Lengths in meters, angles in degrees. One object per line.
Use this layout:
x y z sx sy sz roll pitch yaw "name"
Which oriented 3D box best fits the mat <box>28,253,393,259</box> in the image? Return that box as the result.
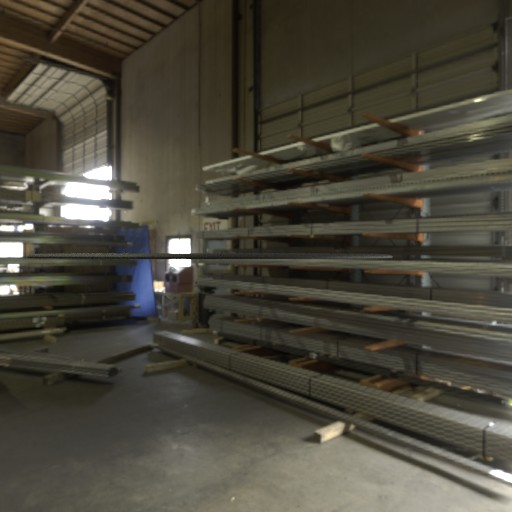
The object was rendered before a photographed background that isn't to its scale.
0.000 0.000 1.607 0.917 0.016 1.220 0 0 36 "mat"
